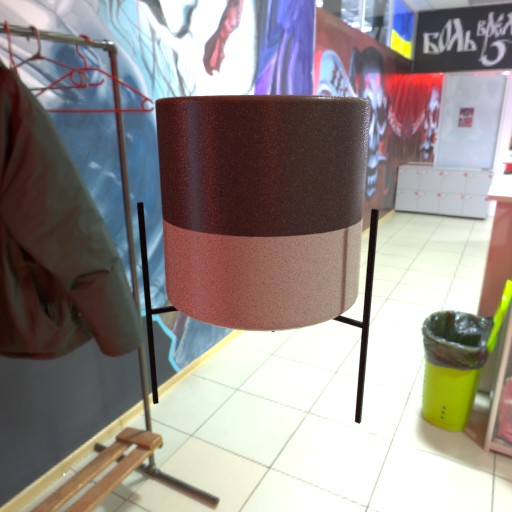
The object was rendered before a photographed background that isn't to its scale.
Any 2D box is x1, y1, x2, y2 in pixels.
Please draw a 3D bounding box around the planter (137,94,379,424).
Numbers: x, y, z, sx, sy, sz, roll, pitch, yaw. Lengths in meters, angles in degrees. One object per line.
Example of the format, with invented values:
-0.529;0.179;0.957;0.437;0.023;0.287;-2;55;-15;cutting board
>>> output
0.000;0.000;0.528;0.260;0.353;0.250;-9;20;-27;planter
